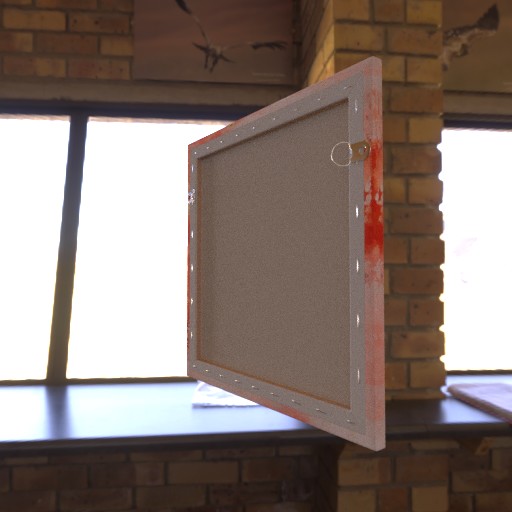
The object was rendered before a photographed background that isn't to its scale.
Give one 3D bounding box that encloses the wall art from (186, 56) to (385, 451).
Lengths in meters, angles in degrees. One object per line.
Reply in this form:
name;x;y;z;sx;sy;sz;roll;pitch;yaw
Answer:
wall art;0.000;0.000;1.331;0.066;0.878;0.878;1;-2;-37
